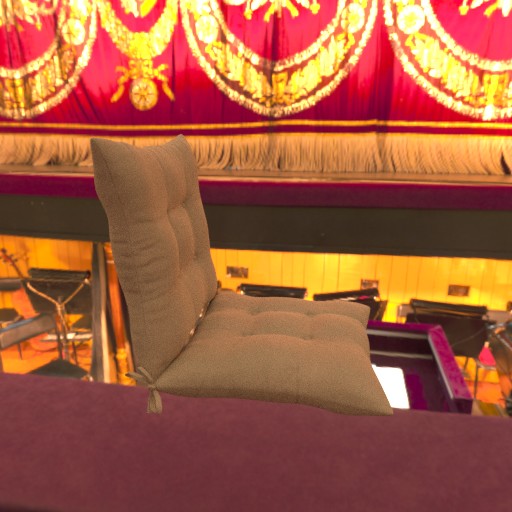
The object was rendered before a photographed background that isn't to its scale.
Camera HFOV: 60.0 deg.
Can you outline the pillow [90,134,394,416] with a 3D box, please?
[{"bbox_3d":[0.000,0.000,1.017,0.585,0.536,0.541,2,16,8],"label":"pillow"}]
